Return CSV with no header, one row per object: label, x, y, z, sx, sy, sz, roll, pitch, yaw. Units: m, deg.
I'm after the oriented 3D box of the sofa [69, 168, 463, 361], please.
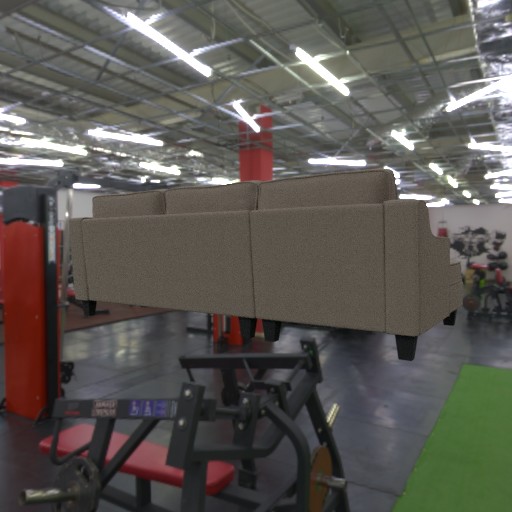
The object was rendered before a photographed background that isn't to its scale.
sofa,0.000,0.000,3.188,2.561,0.928,1.294,1,2,33
